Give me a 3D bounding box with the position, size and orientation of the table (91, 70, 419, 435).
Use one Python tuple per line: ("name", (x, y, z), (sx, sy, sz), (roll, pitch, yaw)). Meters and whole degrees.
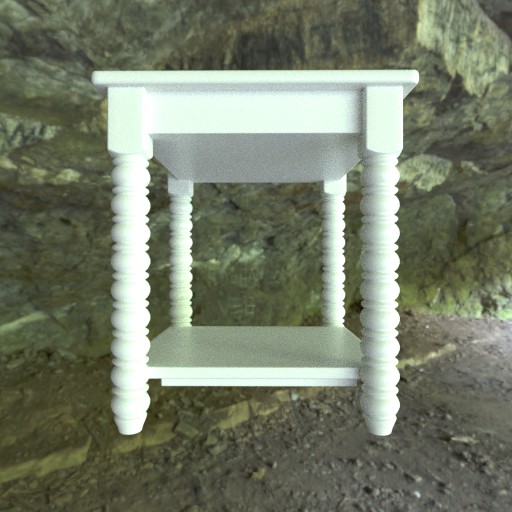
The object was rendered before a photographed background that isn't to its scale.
("table", (0.000, 0.000, 0.935), (0.500, 0.563, 0.533), (0, 0, 1))
